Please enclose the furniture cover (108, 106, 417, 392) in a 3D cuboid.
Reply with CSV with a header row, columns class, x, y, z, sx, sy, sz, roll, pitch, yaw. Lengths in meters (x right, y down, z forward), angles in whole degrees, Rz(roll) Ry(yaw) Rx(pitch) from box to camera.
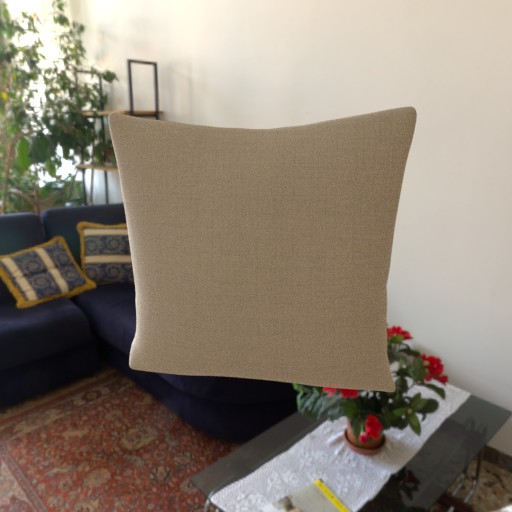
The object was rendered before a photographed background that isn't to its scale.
class,x,y,z,sx,sy,sz,roll,pitch,yaw
furniture cover,0.000,0.000,0.661,0.435,0.420,0.145,3,17,9
